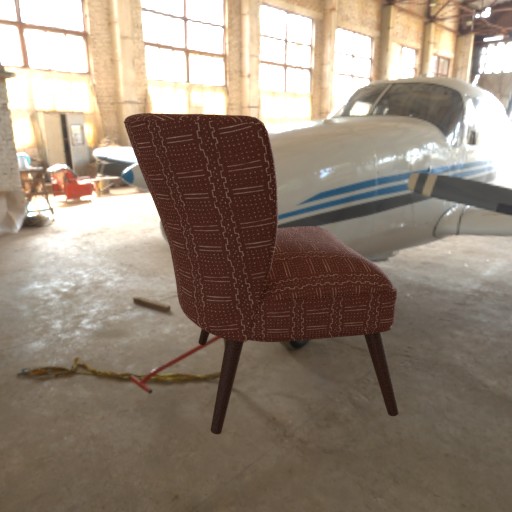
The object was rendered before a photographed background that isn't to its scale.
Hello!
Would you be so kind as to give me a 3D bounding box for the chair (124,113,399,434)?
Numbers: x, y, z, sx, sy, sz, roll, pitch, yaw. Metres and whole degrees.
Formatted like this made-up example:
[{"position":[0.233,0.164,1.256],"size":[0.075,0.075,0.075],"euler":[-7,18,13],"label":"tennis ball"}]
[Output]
[{"position":[0.000,0.000,1.431],"size":[0.758,0.866,0.706],"euler":[-3,16,-10],"label":"chair"}]
